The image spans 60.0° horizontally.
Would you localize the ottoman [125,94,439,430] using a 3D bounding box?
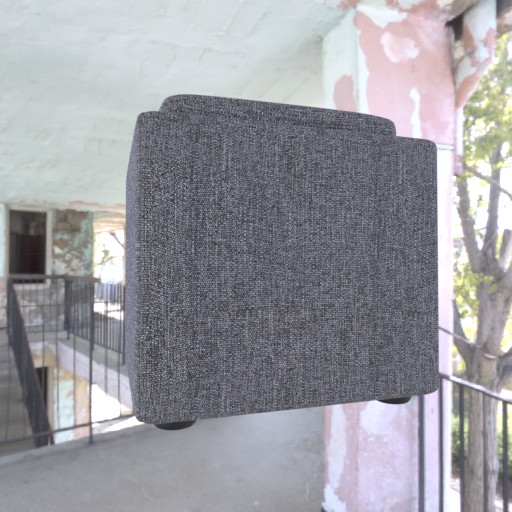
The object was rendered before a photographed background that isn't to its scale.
[{"bbox_3d":[0.000,0.000,0.814,0.450,0.460,0.450,0,-1,-18],"label":"ottoman"}]
